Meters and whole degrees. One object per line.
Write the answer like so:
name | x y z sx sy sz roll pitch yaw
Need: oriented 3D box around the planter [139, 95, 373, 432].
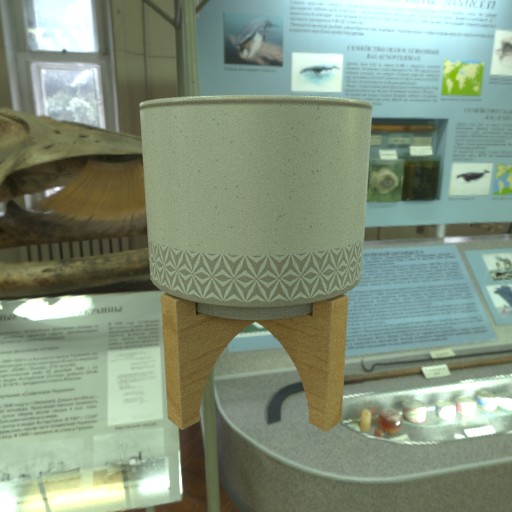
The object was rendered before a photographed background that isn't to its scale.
planter | 0.000 0.000 0.276 0.130 0.178 0.130 0 15 0
